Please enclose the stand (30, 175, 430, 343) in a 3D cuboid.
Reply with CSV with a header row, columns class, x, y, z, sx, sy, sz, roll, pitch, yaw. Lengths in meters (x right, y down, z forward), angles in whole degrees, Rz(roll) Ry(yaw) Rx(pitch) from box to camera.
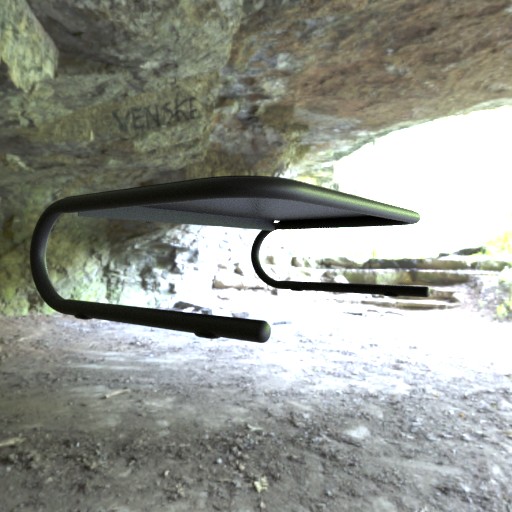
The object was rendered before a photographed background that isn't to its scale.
class,x,y,z,sx,sy,sz,roll,pitch,yaw
stand,0.000,0.000,0.496,0.280,0.108,0.370,0,0,36
